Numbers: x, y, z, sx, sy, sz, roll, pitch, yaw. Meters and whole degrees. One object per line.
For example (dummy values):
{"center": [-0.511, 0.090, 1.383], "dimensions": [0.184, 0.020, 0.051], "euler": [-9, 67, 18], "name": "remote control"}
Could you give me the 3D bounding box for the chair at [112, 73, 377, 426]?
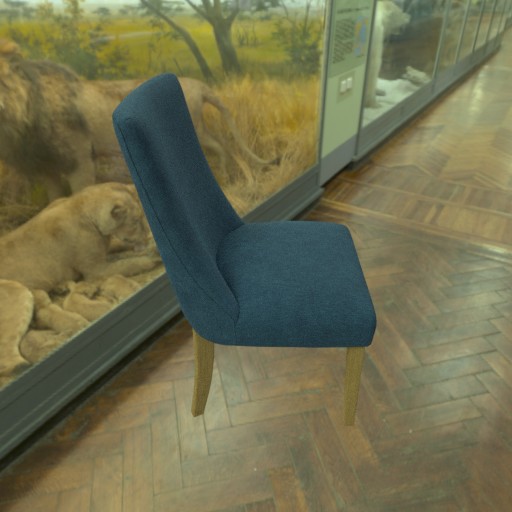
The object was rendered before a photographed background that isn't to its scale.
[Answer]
{"center": [0.000, 0.000, 1.256], "dimensions": [0.609, 0.902, 0.495], "euler": [1, 32, 1], "name": "chair"}
